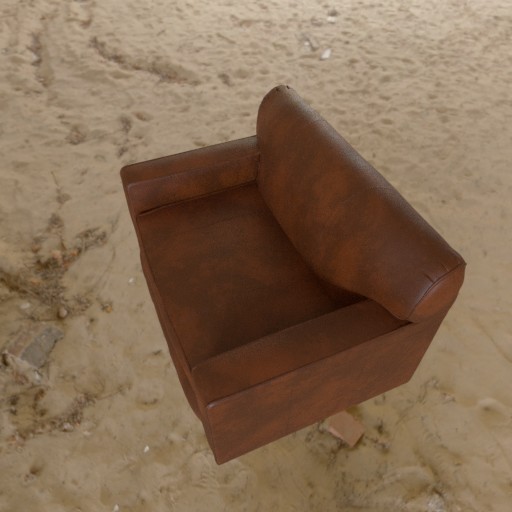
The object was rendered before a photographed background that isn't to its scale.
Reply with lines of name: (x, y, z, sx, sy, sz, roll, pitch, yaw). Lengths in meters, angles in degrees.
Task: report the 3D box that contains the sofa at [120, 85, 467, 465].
sofa: (0.000, 0.000, 2.055, 1.000, 0.956, 1.413, -17, 50, -15)
